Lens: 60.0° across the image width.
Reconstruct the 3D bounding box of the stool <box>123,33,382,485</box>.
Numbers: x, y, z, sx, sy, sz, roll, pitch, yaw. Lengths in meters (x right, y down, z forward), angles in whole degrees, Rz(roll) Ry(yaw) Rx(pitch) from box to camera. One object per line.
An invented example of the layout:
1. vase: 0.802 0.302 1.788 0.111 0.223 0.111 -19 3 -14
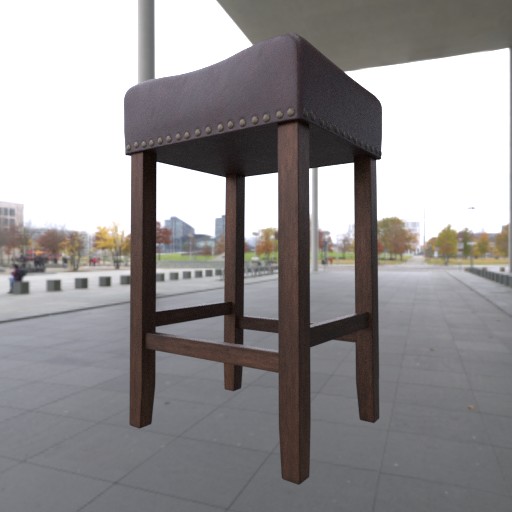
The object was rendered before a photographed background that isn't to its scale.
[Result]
1. stool: 0.000 0.000 1.026 0.465 0.769 0.401 0 0 36
